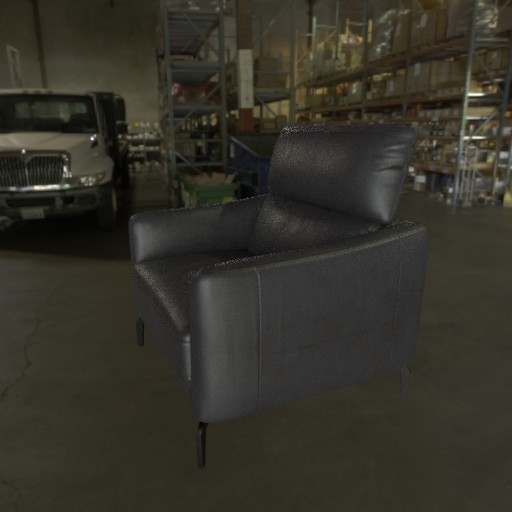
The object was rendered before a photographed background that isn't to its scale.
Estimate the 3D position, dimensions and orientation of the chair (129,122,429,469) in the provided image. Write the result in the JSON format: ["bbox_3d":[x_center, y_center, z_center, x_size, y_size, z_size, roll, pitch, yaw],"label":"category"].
[{"bbox_3d":[0.000,0.000,1.647,0.809,0.949,0.976,-8,17,-25],"label":"chair"}]
